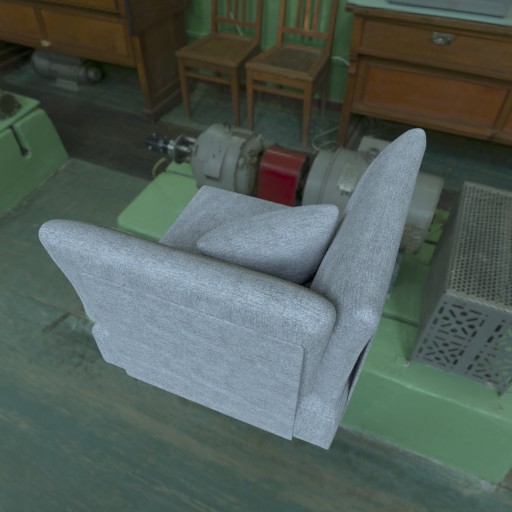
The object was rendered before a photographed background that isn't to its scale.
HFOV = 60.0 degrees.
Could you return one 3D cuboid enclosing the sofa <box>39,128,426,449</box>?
[{"bbox_3d":[0.000,0.000,1.746,1.000,0.820,1.000,16,49,15],"label":"sofa"}]
